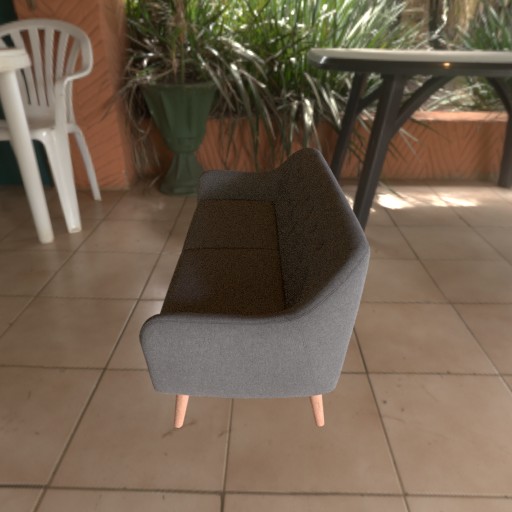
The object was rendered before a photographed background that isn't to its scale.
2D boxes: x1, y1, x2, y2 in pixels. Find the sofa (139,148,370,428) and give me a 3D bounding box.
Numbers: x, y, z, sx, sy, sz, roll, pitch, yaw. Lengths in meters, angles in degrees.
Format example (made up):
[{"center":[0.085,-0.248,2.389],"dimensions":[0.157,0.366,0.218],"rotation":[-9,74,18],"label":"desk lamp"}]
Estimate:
[{"center":[0.000,0.000,2.334],"dimensions":[0.820,0.820,1.840],"rotation":[0,27,0],"label":"sofa"}]
